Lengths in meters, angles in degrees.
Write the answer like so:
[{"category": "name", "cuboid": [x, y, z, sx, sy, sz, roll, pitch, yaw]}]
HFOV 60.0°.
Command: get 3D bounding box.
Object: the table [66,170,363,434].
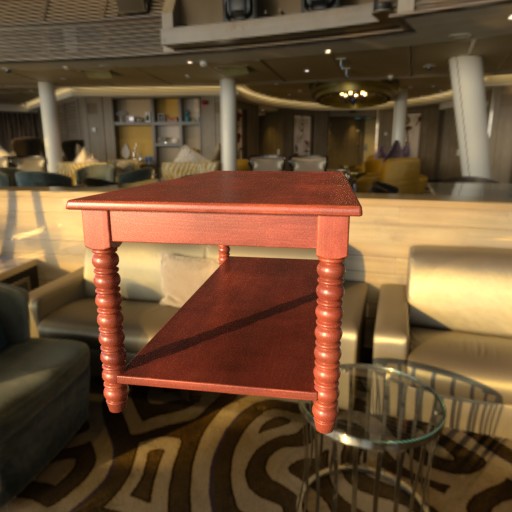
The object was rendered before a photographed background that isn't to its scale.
[{"category": "table", "cuboid": [0.000, 0.000, 1.440, 0.580, 0.485, 1.171, 2, 14, 9]}]
